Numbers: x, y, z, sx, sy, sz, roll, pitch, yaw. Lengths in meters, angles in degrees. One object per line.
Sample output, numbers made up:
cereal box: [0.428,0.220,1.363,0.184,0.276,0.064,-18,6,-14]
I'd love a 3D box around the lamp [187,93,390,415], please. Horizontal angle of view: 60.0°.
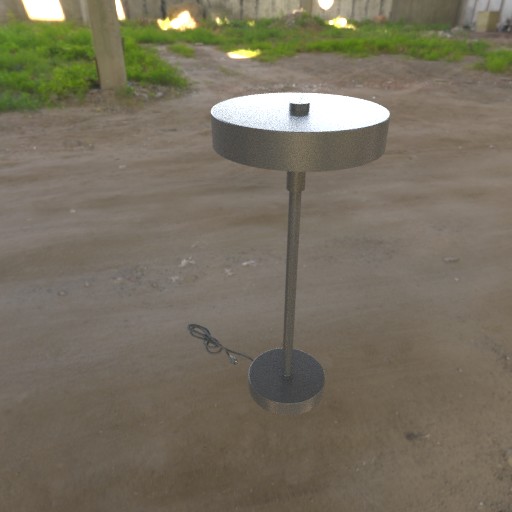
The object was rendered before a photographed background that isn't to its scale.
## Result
lamp: [0.000,0.000,0.735,0.369,0.508,0.229,21,36,32]
